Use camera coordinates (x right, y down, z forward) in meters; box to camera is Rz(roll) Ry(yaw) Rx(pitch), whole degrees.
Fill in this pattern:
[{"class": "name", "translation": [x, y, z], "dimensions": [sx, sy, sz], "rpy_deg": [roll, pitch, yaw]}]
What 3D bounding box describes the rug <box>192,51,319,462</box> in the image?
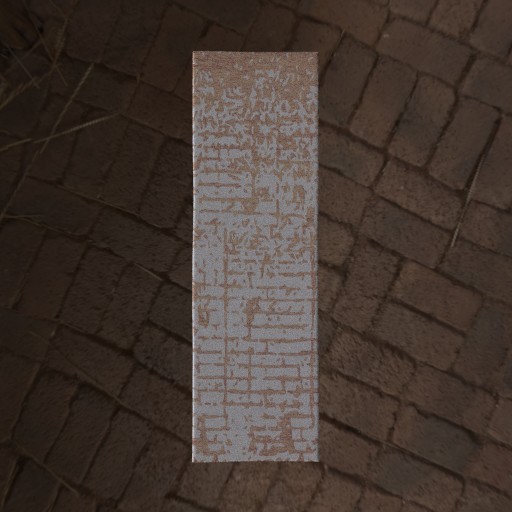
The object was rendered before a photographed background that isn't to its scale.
[{"class": "rug", "translation": [0.000, 0.000, 2.632], "dimensions": [0.750, 0.011, 2.435], "rpy_deg": [0, 90, -1]}]
